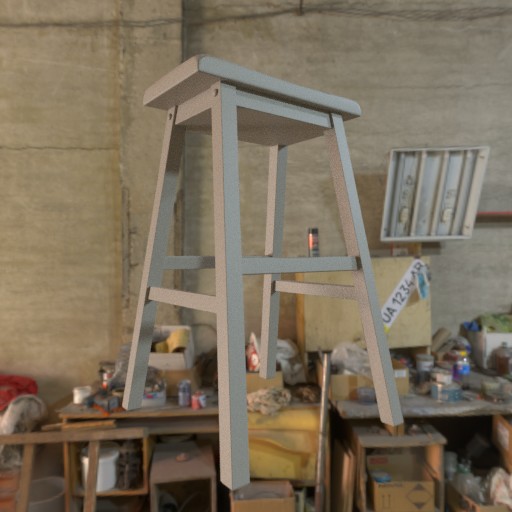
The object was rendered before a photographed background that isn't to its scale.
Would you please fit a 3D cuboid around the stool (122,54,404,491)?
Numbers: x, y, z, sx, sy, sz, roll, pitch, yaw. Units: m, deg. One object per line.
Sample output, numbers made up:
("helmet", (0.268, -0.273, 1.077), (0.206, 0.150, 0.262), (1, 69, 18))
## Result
("stool", (0.000, 0.000, 1.024), (0.457, 0.737, 0.476), (-1, 1, -37))
